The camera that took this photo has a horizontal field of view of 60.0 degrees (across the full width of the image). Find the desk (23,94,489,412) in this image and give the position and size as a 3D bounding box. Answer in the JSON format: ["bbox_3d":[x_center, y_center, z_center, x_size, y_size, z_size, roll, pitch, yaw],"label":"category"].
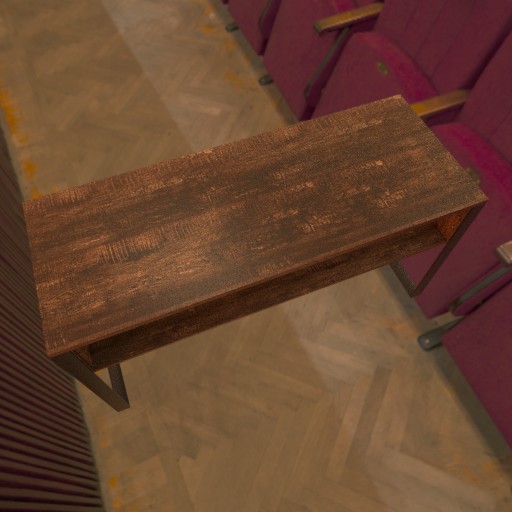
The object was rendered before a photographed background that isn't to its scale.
[{"bbox_3d":[0.000,0.000,1.881,1.524,0.762,0.599,-19,61,-11],"label":"desk"}]
